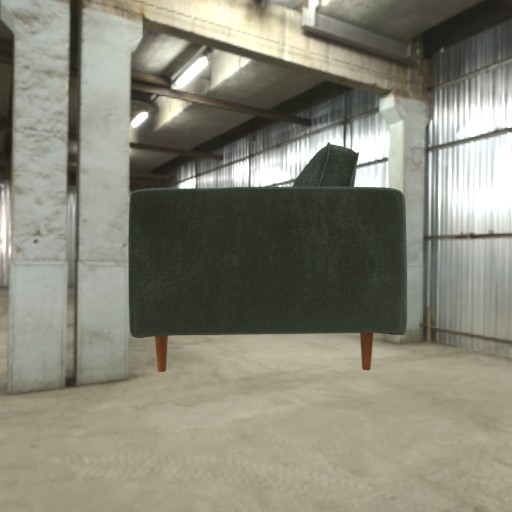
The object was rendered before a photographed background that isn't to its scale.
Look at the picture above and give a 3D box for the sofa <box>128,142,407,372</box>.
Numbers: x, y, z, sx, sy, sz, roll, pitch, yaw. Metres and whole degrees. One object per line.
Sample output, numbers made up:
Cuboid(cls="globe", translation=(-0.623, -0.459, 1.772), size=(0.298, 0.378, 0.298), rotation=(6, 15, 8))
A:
Cuboid(cls="sofa", translation=(0.000, 0.000, 2.248), size=(0.886, 0.781, 1.816), rotation=(0, 0, -2))
